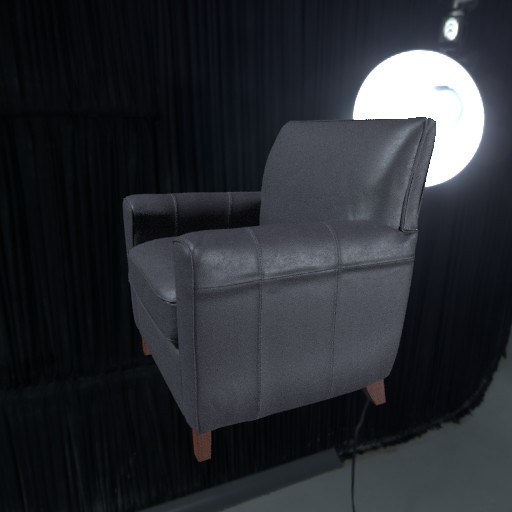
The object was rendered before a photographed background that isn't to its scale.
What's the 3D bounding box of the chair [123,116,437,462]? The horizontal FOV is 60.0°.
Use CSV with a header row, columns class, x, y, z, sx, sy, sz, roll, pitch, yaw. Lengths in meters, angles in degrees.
class,x,y,z,sx,sy,sz,roll,pitch,yaw
chair,0.000,0.000,1.584,0.825,0.943,0.870,-7,17,-25
